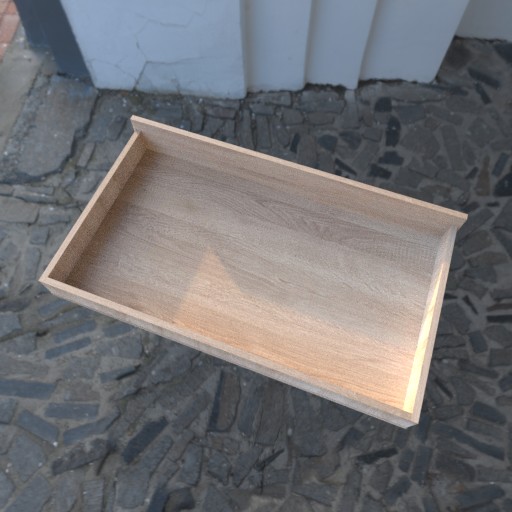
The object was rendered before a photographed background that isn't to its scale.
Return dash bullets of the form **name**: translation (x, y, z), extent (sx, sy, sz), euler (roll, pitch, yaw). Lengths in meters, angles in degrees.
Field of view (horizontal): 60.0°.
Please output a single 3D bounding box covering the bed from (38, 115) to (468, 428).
- **bed**: translation (0.000, 0.000, 1.468), extent (1.200, 0.209, 0.685), euler (19, 65, 9)
